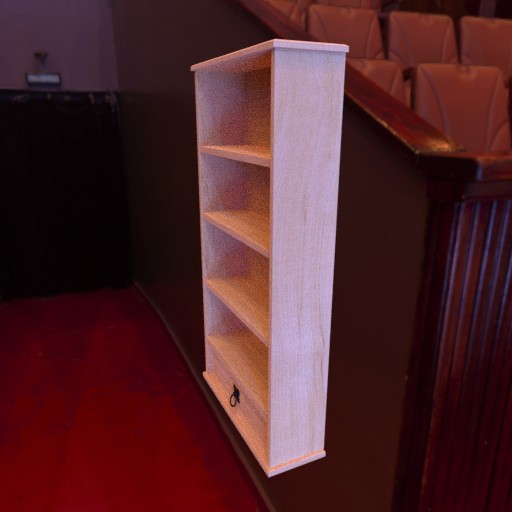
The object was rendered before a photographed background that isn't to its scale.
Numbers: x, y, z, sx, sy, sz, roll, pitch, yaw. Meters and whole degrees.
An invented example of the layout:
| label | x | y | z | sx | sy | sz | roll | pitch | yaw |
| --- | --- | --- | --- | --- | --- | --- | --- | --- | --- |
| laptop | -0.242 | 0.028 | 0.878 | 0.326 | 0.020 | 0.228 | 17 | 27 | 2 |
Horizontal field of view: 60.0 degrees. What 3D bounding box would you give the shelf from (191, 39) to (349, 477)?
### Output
| label | x | y | z | sx | sy | sz | roll | pitch | yaw |
| --- | --- | --- | --- | --- | --- | --- | --- | --- | --- |
| shelf | 0.000 | 0.000 | 1.248 | 0.175 | 1.030 | 0.520 | -8 | 19 | -24 |
